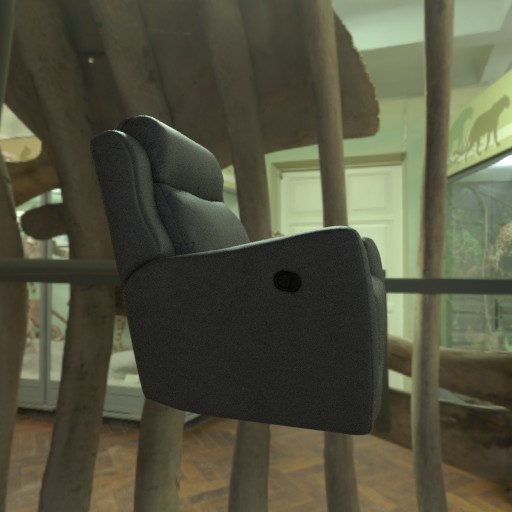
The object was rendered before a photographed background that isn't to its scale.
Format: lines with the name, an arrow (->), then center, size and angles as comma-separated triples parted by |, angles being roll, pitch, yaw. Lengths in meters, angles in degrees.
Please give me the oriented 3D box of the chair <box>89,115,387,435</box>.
chair -> 0.000, 0.000, 1.903 | 1.068, 1.116, 0.965 | 0, 0, 18
